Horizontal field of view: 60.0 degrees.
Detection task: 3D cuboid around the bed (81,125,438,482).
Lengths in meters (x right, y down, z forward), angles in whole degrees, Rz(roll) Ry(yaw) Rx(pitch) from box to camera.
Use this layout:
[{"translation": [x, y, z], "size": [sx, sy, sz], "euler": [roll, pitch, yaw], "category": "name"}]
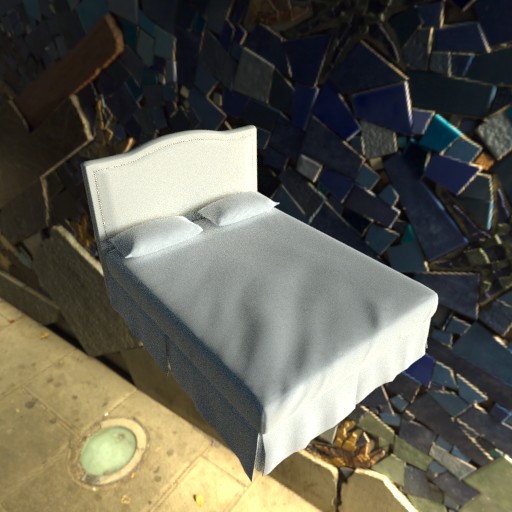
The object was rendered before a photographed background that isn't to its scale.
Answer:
[{"translation": [0.000, 0.000, 3.476], "size": [1.821, 1.436, 2.282], "euler": [-23, 39, -32], "category": "bed"}]
